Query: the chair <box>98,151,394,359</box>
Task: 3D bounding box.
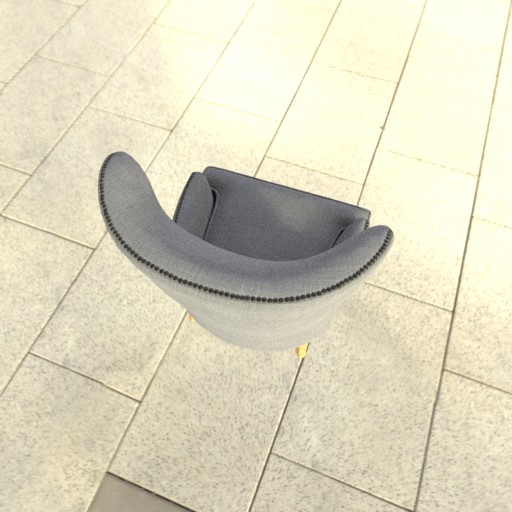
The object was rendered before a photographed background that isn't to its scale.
[{"bbox_3d":[0.000,0.000,1.798,0.864,1.176,0.883,17,63,9],"label":"chair"}]
